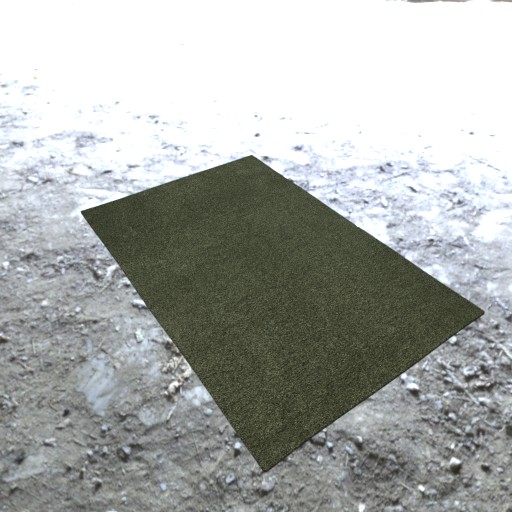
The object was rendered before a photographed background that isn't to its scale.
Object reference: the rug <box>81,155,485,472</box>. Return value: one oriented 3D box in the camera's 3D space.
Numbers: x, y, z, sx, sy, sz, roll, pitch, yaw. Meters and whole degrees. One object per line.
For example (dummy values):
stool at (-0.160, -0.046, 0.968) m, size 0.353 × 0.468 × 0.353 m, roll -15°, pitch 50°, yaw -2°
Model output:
rug at (0.000, 0.000, 3.371) m, size 1.802 × 0.026 × 2.699 m, roll -24°, pitch 46°, yaw -26°
